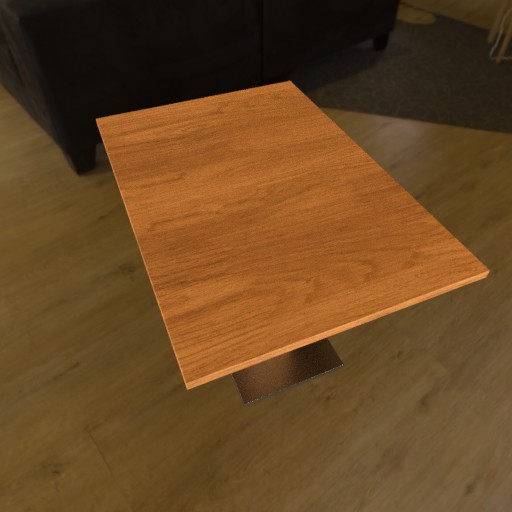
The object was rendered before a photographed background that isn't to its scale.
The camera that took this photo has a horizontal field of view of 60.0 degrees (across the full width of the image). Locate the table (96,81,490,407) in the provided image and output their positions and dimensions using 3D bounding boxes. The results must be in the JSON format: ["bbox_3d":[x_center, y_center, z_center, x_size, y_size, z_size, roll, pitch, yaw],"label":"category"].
[{"bbox_3d":[0.000,0.000,1.834,0.900,0.770,1.300,-17,49,-16],"label":"table"}]
